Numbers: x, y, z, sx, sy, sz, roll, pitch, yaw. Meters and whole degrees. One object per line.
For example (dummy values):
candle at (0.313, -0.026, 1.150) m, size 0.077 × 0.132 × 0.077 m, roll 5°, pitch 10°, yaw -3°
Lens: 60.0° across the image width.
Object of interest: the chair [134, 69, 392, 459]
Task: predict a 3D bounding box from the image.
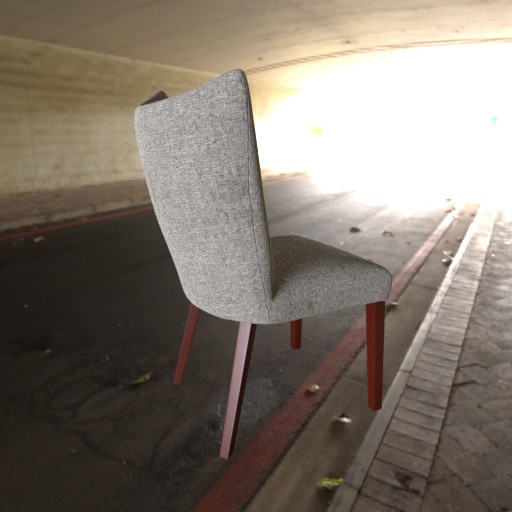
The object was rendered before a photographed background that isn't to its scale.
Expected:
chair at (0.000, 0.000, 1.277) m, size 0.623 × 0.924 × 0.535 m, roll -8°, pitch 18°, yaw -27°
